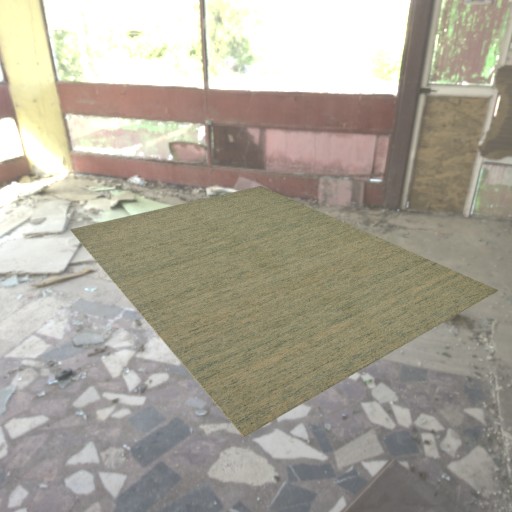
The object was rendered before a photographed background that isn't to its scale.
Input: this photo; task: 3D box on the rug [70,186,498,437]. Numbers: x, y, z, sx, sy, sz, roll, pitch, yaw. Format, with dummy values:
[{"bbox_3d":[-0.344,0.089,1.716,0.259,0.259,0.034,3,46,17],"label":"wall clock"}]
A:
[{"bbox_3d":[0.000,0.000,4.047,2.437,0.014,3.201,-18,32,-31],"label":"rug"}]
